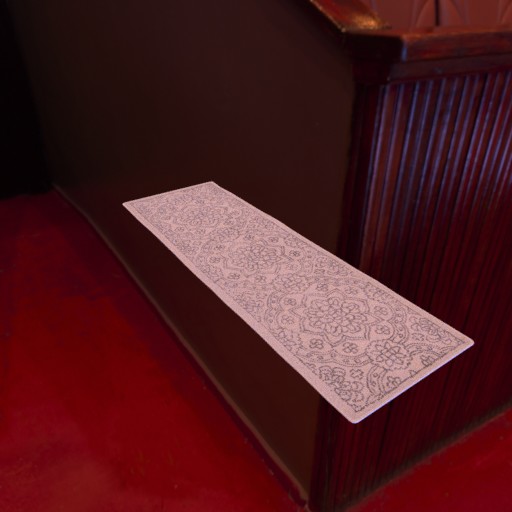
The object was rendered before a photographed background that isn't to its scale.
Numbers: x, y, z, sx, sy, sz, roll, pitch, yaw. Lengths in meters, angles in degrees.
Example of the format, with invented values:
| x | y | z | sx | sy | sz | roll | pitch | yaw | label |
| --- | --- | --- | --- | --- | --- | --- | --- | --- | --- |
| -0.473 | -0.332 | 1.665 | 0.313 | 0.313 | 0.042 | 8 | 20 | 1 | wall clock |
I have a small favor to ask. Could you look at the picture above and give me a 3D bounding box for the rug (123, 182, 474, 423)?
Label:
| x | y | z | sx | sy | sz | roll | pitch | yaw | label |
| --- | --- | --- | --- | --- | --- | --- | --- | --- | --- |
| 0.000 | 0.000 | 2.711 | 0.806 | 0.006 | 2.431 | -20 | 36 | -29 | rug |
